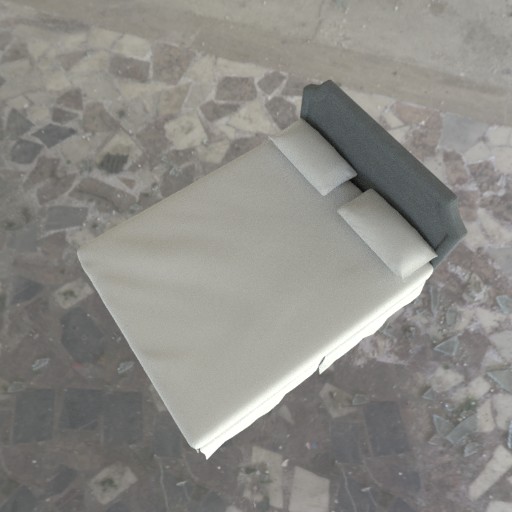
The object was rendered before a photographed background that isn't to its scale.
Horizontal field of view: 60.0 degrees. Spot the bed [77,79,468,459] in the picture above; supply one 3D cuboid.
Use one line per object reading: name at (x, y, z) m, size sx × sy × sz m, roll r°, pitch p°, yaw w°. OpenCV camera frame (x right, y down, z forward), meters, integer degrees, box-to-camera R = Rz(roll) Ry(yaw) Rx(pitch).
bed at (0.000, 0.000, 3.598) m, size 2.464 × 1.306 × 1.977 m, roll -33°, pitch 68°, yaw -15°
